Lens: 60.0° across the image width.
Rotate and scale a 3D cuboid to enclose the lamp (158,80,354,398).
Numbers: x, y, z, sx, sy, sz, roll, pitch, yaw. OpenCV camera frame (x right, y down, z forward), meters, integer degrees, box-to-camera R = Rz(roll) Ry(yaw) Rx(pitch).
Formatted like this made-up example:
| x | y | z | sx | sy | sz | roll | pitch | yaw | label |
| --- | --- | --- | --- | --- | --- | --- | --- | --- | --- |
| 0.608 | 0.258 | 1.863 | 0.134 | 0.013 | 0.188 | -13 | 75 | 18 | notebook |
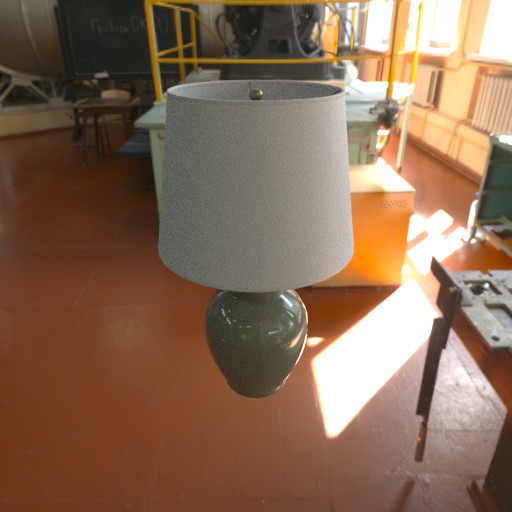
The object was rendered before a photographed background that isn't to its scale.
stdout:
| x | y | z | sx | sy | sz | roll | pitch | yaw | label |
| --- | --- | --- | --- | --- | --- | --- | --- | --- | --- |
| 0.000 | 0.000 | 0.562 | 0.239 | 0.399 | 0.239 | 0 | 27 | 0 | lamp |
